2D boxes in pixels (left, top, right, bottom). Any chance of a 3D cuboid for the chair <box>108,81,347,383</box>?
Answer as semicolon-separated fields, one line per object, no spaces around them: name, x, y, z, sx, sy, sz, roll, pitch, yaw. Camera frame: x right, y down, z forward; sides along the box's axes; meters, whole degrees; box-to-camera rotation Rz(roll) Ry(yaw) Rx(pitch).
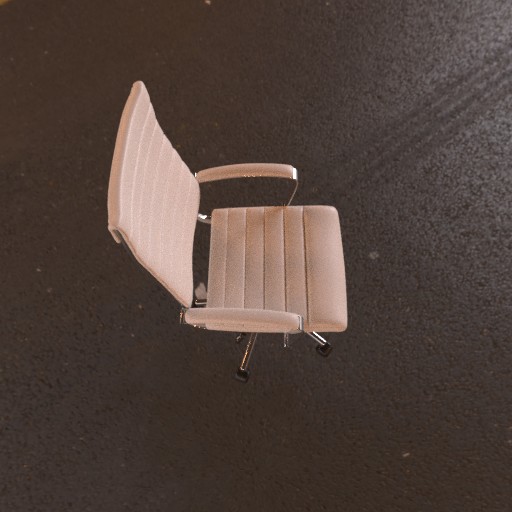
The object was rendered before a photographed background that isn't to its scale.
chair;0.000;0.000;1.544;0.679;1.149;0.679;0;64;0
